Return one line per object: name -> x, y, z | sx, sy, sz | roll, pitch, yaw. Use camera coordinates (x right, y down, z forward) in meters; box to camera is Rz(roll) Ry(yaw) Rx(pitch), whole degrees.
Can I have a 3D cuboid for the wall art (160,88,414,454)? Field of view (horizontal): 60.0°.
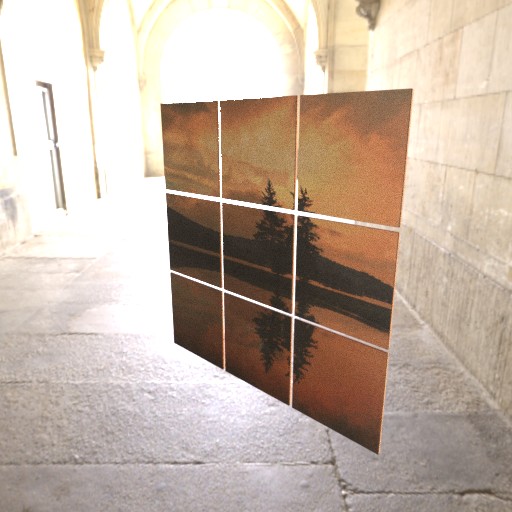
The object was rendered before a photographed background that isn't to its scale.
wall art -> 0.000, 0.000, 1.810 | 1.216, 1.218, 0.013 | 15, 22, 42
